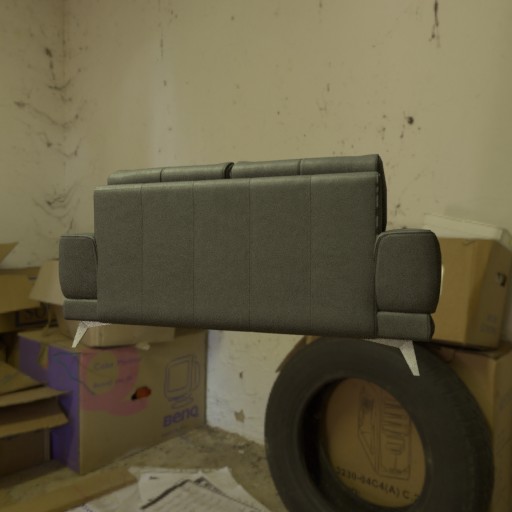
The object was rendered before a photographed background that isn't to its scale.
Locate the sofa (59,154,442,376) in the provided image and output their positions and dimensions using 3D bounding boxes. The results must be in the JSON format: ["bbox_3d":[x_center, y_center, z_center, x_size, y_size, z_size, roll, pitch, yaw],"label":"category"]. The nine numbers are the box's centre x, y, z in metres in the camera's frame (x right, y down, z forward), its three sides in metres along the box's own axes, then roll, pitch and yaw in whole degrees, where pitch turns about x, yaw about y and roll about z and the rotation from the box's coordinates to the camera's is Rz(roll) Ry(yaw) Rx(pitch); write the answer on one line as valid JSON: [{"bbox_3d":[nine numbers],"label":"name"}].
[{"bbox_3d":[0.000,0.000,2.406,1.806,0.907,1.018,0,1,18],"label":"sofa"}]
